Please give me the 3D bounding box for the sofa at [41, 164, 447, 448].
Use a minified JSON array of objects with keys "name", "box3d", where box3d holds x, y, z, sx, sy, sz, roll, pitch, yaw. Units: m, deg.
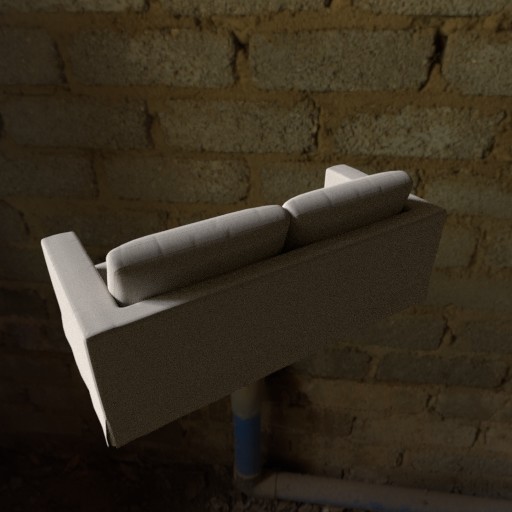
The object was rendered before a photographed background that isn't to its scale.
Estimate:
[{"name":"sofa","box3d":[0.000,0.000,2.616,2.163,0.881,0.954,-18,36,-27]}]
